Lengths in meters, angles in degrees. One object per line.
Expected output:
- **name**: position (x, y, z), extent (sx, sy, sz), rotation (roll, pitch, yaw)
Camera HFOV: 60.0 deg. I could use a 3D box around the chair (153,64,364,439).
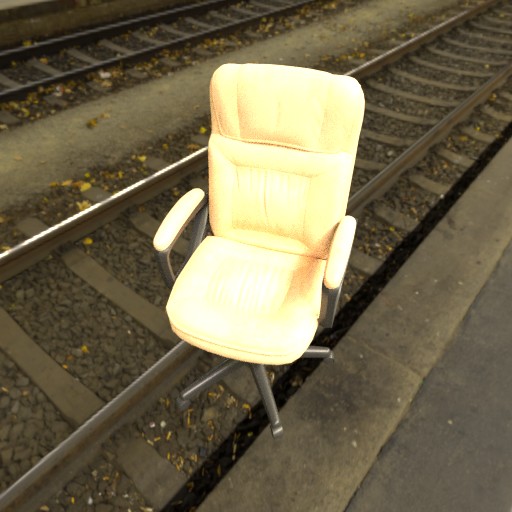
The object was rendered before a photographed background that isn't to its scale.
- **chair**: position (0.000, 0.000, 1.561), extent (0.667, 1.105, 0.724), rotation (12, 42, 14)
